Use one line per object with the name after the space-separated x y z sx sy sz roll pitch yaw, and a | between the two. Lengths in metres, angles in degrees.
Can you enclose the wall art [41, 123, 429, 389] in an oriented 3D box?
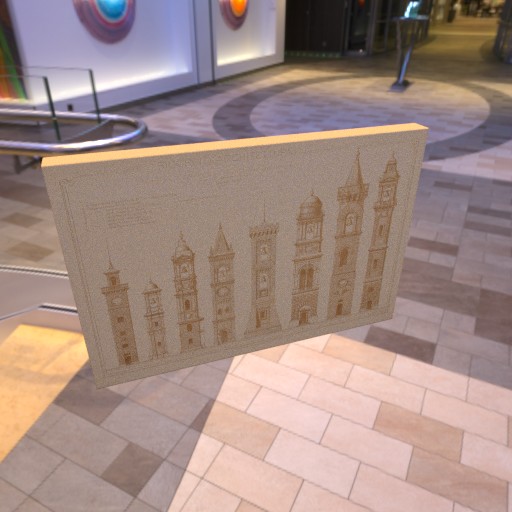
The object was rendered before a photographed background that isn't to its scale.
0.000 0.000 0.785 0.609 0.407 0.039 -10 31 -17 | wall art
